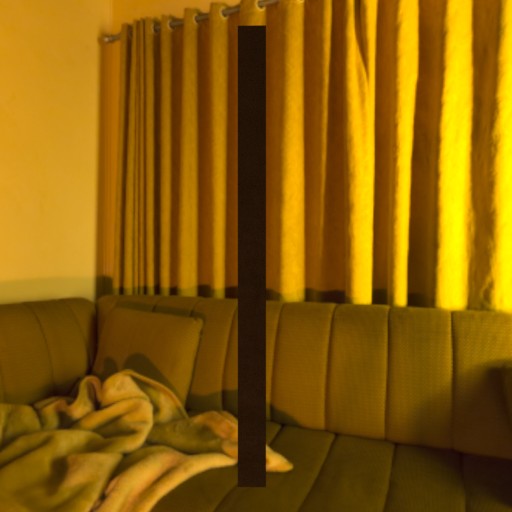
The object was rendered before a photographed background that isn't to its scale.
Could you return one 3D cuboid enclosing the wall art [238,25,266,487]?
[{"bbox_3d":[0.000,0.000,0.758,0.034,0.552,0.455,0,0,1],"label":"wall art"}]
